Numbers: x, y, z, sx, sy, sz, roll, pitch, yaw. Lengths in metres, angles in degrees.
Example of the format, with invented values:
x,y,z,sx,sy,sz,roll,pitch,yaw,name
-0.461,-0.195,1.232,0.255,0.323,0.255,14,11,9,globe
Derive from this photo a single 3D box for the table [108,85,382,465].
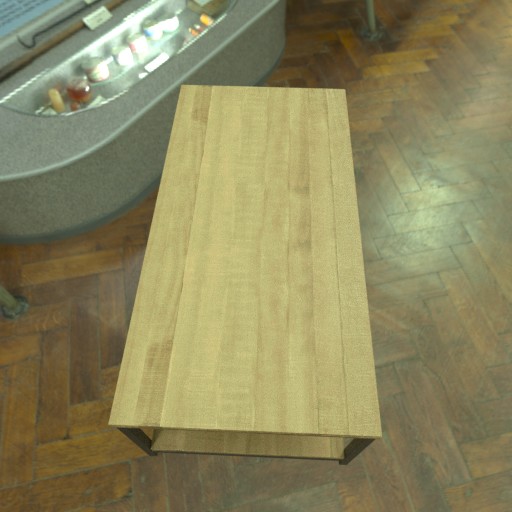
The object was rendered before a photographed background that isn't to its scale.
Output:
x,y,z,sx,sy,sz,roll,pitch,yaw,name
0.000,0.000,1.357,0.551,0.399,1.100,2,57,1,table
